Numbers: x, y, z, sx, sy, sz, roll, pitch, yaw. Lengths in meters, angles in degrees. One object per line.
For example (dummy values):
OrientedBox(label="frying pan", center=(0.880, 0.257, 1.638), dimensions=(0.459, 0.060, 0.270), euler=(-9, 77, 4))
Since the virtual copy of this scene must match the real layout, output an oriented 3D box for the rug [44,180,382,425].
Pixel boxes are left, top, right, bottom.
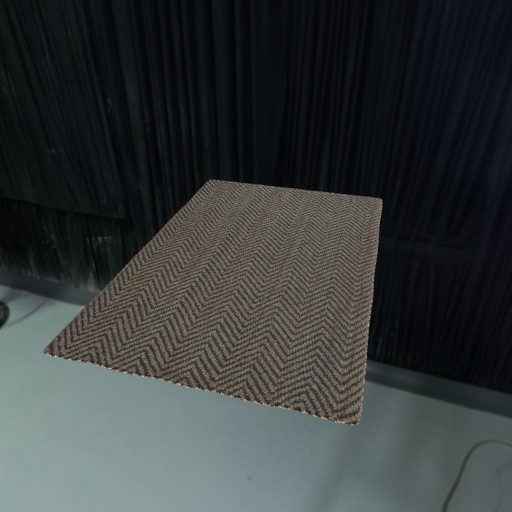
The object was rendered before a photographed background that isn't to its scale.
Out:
OrientedBox(label="rug", center=(0.000, 0.000, 2.322), dimensions=(1.219, 0.008, 1.828), euler=(9, 33, 13))
